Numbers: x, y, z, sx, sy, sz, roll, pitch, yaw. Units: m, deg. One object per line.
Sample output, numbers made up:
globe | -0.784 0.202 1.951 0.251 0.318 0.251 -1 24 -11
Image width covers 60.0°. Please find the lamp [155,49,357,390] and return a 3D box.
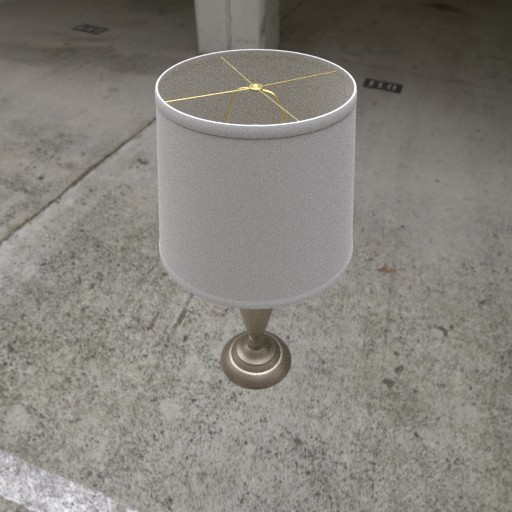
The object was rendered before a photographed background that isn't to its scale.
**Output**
lamp | 0.000 0.000 0.790 0.328 0.619 0.328 0 42 0
